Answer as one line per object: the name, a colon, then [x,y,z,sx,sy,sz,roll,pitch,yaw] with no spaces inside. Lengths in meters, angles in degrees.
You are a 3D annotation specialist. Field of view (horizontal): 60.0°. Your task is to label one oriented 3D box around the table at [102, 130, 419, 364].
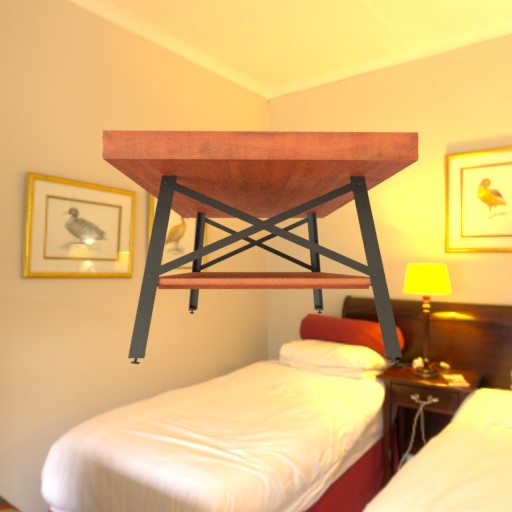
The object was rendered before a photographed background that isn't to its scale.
table: [0.000,0.000,1.379,0.610,0.457,1.067,0,-1,-1]
